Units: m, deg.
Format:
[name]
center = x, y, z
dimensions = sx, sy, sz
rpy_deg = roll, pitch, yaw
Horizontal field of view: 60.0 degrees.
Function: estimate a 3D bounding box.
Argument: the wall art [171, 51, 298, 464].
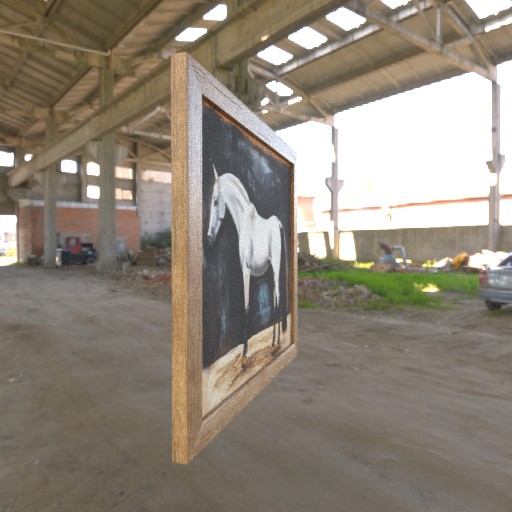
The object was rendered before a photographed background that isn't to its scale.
[wall art]
center = 0.000, 0.000, 0.961
dimensions = 0.026, 0.588, 0.690
rpy_deg = 0, 1, 18
